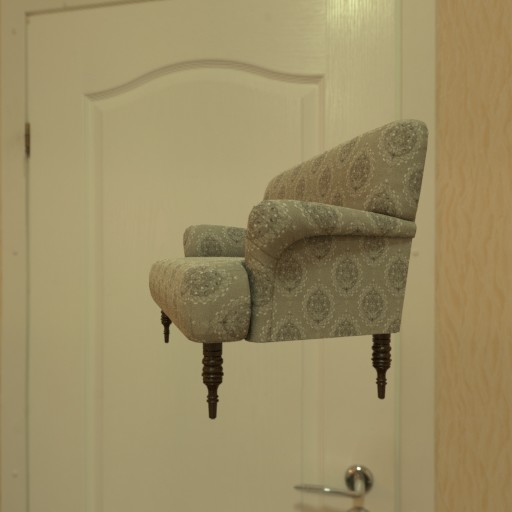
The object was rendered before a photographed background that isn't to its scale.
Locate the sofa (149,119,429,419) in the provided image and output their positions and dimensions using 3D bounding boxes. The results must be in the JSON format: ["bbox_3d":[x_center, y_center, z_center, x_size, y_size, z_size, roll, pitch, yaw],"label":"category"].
[{"bbox_3d":[0.000,0.000,1.825,0.779,0.889,1.297,0,0,-18],"label":"sofa"}]
